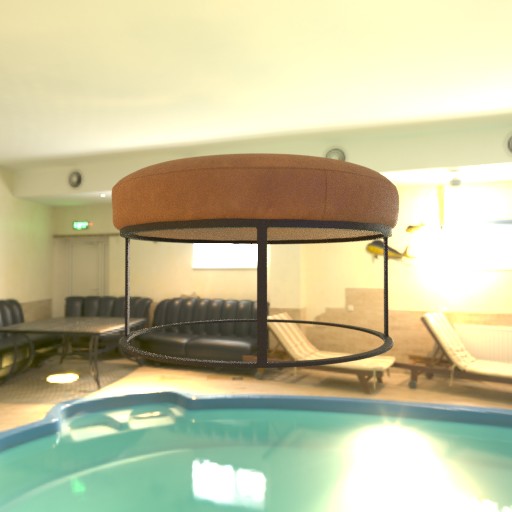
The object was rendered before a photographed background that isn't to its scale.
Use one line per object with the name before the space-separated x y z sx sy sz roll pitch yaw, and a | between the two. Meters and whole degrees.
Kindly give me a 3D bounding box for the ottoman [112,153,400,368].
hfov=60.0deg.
ottoman | 0.000 0.000 1.249 0.771 0.460 0.771 0 -1 0
